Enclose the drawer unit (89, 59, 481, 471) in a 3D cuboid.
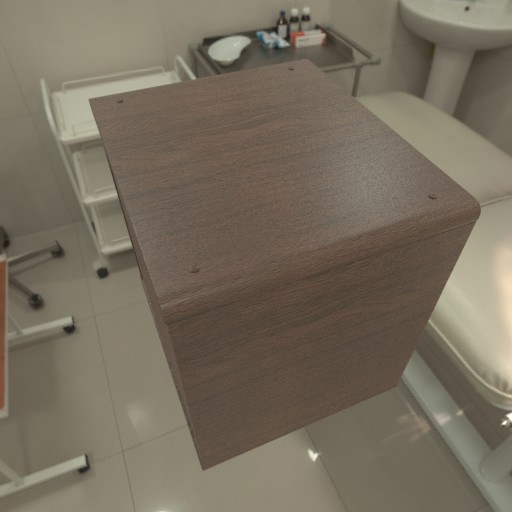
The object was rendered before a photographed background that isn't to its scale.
[{"bbox_3d":[0.000,0.000,0.581,0.290,0.344,0.344,-17,49,-16],"label":"drawer unit"}]
